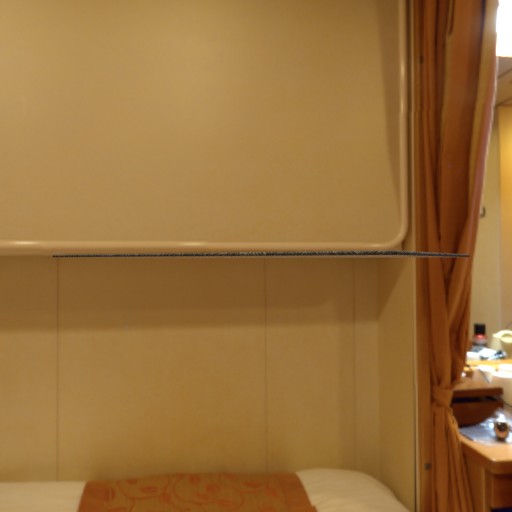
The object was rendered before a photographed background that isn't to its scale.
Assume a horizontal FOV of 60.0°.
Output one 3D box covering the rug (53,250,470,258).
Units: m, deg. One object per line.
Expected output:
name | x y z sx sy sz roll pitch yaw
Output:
rug | 0.000 0.000 2.925 2.330 0.017 1.478 0 -1 35
